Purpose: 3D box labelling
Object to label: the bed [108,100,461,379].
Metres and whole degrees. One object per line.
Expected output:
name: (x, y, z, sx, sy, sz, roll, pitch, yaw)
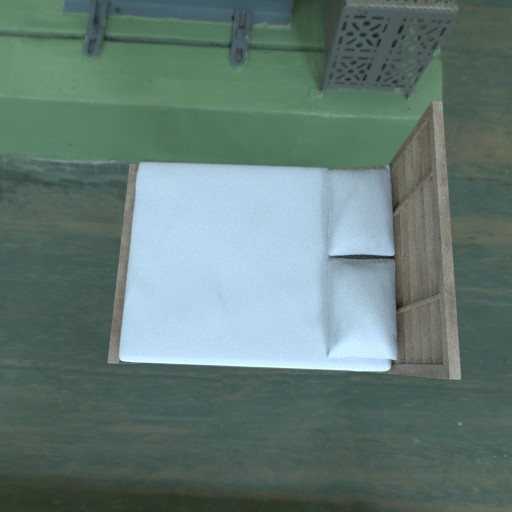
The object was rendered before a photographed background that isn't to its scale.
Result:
bed: (0.000, 0.000, 3.285, 2.197, 1.626, 1.626, 2, 77, 0)
